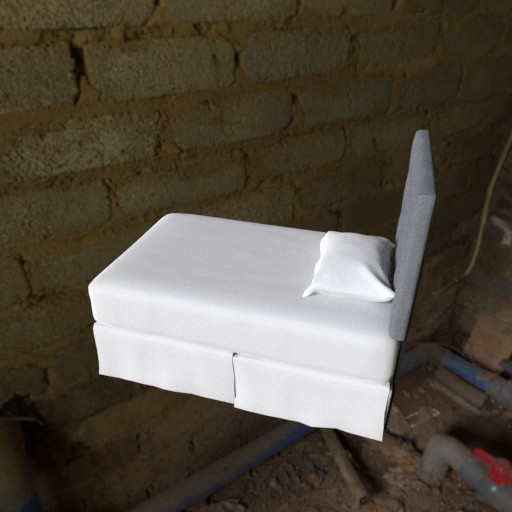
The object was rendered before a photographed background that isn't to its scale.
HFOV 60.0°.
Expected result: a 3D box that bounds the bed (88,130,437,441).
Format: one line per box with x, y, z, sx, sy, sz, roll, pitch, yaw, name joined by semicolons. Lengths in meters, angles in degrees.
0.000;0.000;2.996;1.997;1.571;1.261;9;32;15;bed
